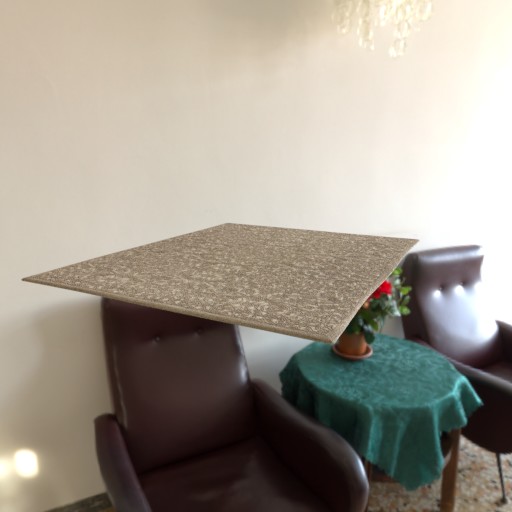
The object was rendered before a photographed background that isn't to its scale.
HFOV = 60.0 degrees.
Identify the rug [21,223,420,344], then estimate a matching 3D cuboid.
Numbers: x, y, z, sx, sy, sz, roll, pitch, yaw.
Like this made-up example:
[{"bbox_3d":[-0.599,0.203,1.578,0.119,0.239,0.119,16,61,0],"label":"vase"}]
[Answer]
[{"bbox_3d":[0.000,0.000,4.108,2.472,0.035,3.017,7,15,27],"label":"rug"}]
